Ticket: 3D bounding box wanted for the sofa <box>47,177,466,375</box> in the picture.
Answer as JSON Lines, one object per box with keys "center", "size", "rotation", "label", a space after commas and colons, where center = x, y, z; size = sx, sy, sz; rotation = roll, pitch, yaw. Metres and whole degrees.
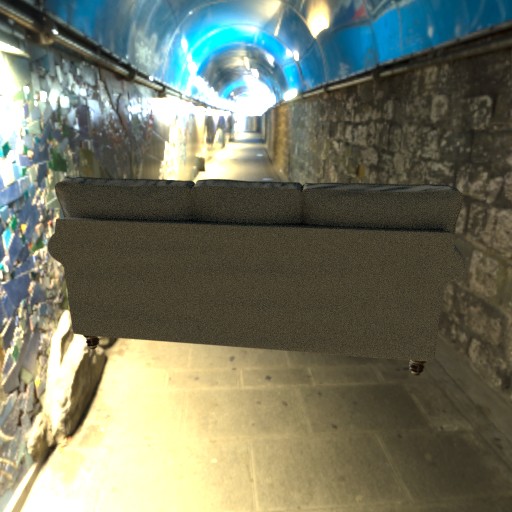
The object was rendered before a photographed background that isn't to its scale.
{"center": [0.000, 0.000, 2.617], "size": [2.084, 0.961, 0.916], "rotation": [3, 17, 8], "label": "sofa"}
